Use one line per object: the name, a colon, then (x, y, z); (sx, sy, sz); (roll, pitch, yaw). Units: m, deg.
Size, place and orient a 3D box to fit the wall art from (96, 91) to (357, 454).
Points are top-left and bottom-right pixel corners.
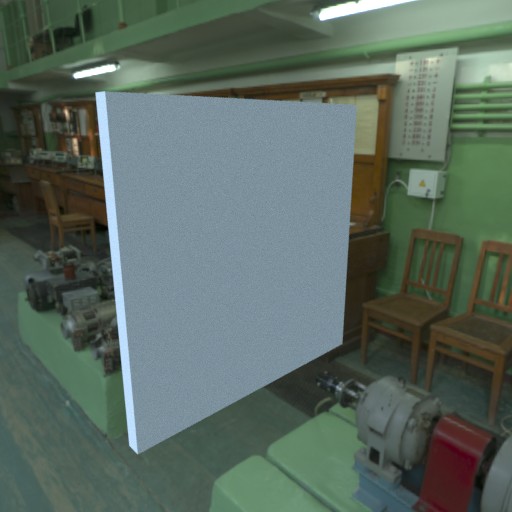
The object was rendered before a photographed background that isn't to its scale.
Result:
wall art: (0.000, 0.000, 0.841); (0.559, 0.559, 0.028); (-15, 22, -41)
